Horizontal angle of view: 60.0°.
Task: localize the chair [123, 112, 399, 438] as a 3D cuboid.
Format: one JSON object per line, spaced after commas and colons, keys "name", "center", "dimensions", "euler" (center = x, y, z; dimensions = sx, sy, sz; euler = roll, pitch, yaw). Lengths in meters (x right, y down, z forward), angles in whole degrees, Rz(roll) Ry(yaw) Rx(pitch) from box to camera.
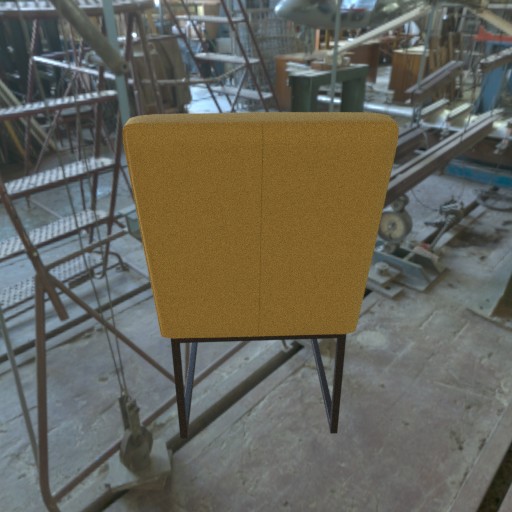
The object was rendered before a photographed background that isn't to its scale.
{"name": "chair", "center": [0.000, 0.000, 1.288], "dimensions": [0.520, 0.930, 0.634], "euler": [-1, 31, -2]}
